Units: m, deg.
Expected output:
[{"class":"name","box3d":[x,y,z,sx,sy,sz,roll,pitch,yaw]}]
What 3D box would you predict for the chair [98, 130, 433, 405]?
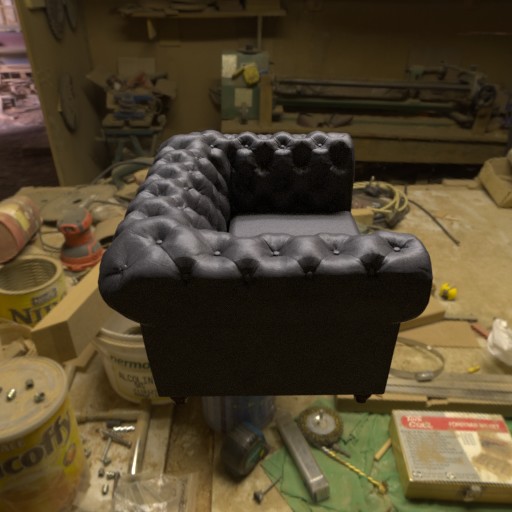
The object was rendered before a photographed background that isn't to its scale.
[{"class":"chair","box3d":[0.000,0.000,1.861,0.943,0.780,1.298,0,31,-1]}]
